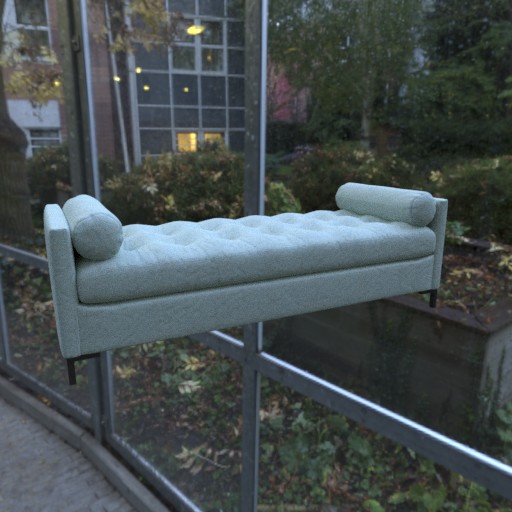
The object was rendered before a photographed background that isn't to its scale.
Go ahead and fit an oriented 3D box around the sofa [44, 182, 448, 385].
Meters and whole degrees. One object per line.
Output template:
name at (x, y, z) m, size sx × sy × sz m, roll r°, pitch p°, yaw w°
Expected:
sofa at (0.000, 0.000, 2.482) m, size 2.102 × 0.705 × 0.796 m, roll -7°, pitch 16°, yaw -25°
